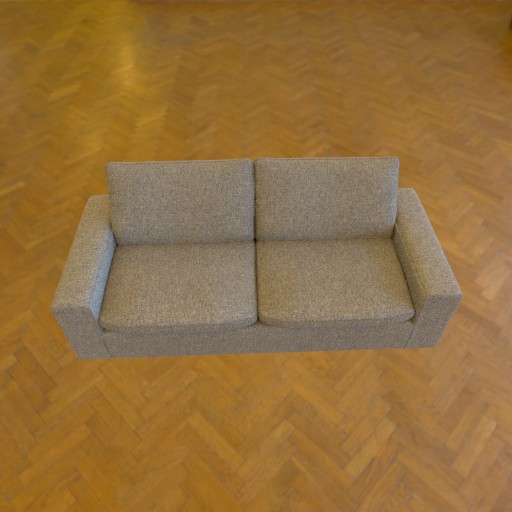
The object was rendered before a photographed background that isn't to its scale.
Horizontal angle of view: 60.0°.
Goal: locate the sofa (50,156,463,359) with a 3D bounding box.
[{"bbox_3d":[0.000,0.000,2.837,2.299,0.922,1.040,-2,46,-2],"label":"sofa"}]
